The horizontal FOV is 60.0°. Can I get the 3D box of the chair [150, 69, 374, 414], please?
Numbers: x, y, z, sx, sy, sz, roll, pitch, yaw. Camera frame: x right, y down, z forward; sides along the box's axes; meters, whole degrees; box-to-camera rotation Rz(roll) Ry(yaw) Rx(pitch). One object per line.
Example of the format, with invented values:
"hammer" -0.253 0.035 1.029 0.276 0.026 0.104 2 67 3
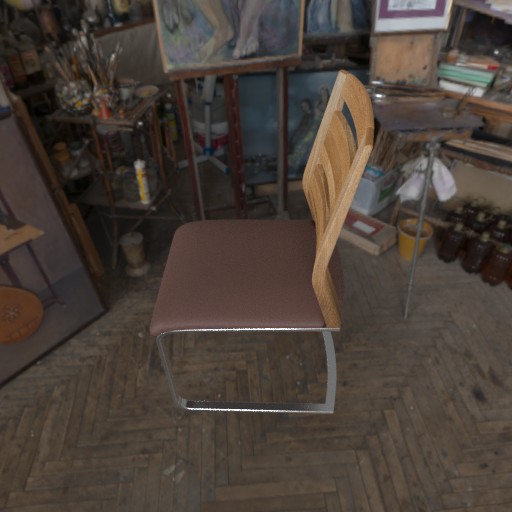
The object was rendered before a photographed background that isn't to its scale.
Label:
"chair" 0.000 0.000 1.299 0.570 0.970 0.460 1 41 1
